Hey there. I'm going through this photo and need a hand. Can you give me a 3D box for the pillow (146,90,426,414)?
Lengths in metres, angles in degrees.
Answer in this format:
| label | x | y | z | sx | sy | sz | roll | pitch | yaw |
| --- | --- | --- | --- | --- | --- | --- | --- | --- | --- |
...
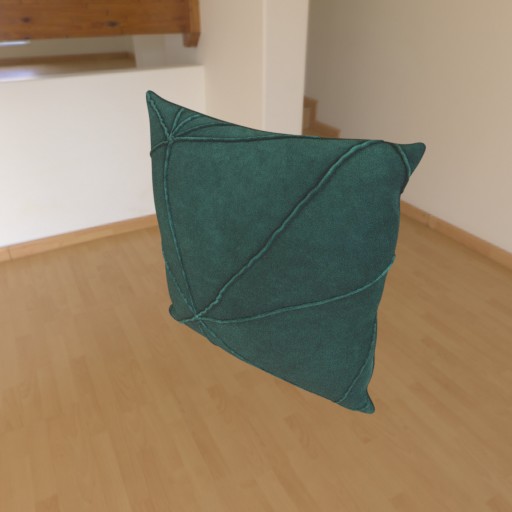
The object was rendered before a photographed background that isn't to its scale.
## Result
| label | x | y | z | sx | sy | sz | roll | pitch | yaw |
| --- | --- | --- | --- | --- | --- | --- | --- | --- | --- |
| pillow | 0.000 | 0.000 | 0.681 | 0.439 | 0.440 | 0.184 | 21 | 37 | 30 |
